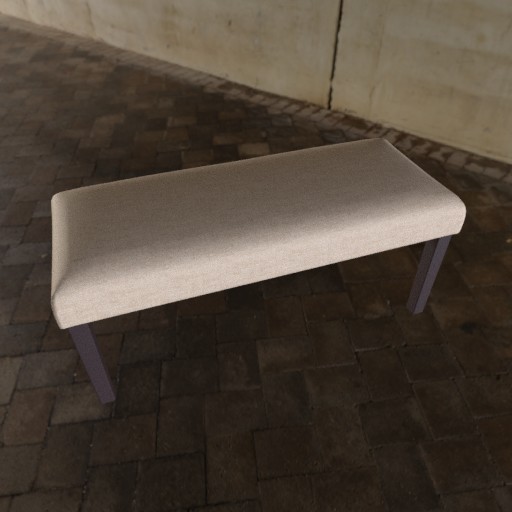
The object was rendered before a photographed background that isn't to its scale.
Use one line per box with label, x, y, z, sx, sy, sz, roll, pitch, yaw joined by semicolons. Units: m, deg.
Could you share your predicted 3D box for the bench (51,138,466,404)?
bench;0.000;0.000;1.266;1.013;0.456;0.407;-13;42;-14
